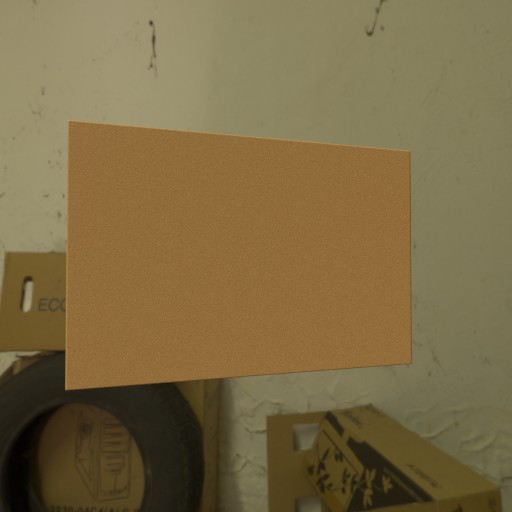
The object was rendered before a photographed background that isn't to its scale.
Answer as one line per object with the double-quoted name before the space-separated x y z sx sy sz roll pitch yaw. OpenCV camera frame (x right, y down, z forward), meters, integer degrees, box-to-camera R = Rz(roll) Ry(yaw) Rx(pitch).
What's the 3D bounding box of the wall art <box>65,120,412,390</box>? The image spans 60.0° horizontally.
"wall art" 0.000 0.000 0.777 0.609 0.407 0.039 0 -1 -17
